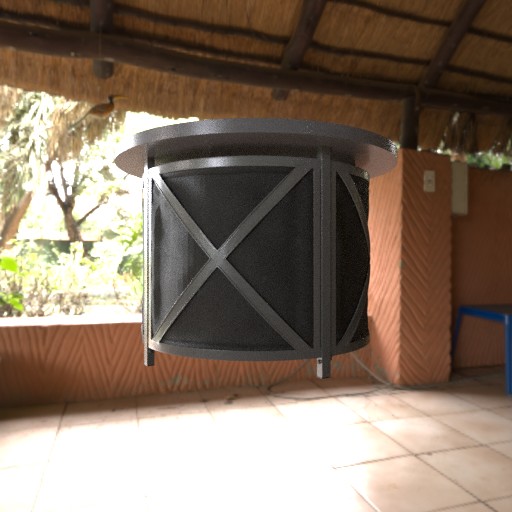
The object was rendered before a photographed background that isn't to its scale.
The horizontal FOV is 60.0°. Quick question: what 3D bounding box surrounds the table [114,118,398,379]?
[{"bbox_3d":[0.000,0.000,1.502,0.914,0.650,0.914,0,0,0],"label":"table"}]
